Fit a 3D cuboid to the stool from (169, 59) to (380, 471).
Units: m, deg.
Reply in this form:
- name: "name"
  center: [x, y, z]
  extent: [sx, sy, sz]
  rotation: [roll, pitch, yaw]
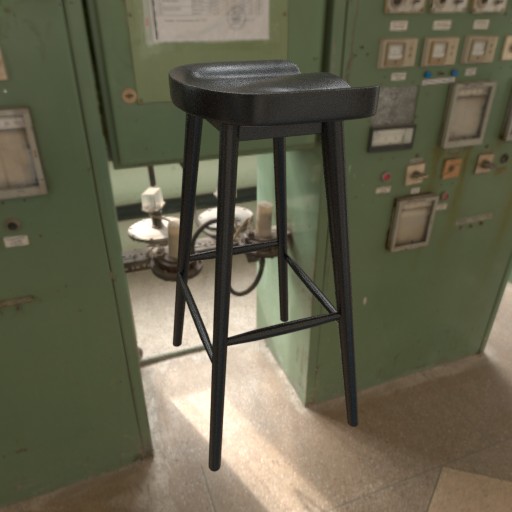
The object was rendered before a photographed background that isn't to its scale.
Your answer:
- name: "stool"
  center: [0.000, 0.000, 0.976]
  extent: [0.361, 0.749, 0.440]
  rotation: [-10, 31, -17]
